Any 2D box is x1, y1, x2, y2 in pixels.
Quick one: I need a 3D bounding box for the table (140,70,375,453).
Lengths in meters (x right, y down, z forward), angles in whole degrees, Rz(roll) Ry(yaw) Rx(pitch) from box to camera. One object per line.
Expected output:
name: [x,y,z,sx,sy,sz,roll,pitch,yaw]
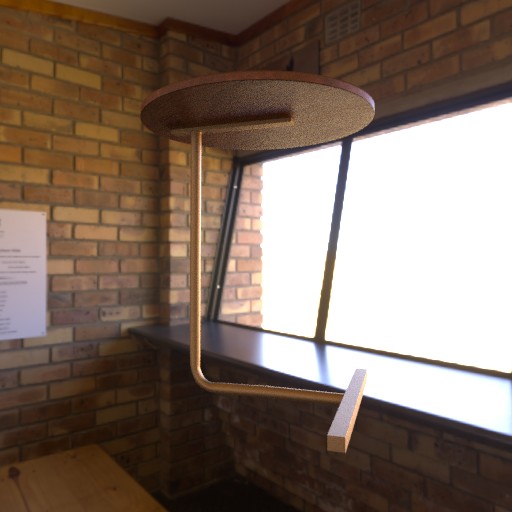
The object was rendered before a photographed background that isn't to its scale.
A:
table: [0.000,0.000,1.113,0.577,0.706,0.530,0,-1,18]
